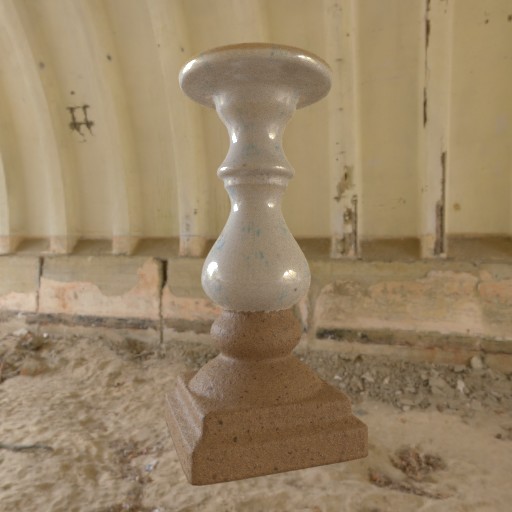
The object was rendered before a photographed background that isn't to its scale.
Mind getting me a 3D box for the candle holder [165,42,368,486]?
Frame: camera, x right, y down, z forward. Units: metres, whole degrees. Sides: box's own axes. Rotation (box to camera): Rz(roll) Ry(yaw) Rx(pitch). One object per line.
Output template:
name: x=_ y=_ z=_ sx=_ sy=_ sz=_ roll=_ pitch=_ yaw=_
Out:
candle holder: x=0.000 y=0.000 z=0.297 sx=0.110 sy=0.239 sz=0.110 roll=0 pitch=1 yaw=-19
